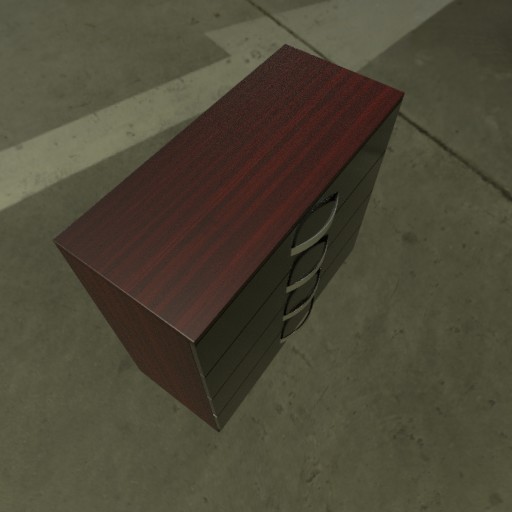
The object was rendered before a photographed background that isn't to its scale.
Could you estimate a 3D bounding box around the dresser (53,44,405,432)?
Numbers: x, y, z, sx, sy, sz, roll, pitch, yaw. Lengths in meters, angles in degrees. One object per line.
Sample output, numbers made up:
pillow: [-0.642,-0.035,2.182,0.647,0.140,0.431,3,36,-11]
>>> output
dresser: [0.000,0.000,1.204,0.360,0.720,0.750,31,62,19]
